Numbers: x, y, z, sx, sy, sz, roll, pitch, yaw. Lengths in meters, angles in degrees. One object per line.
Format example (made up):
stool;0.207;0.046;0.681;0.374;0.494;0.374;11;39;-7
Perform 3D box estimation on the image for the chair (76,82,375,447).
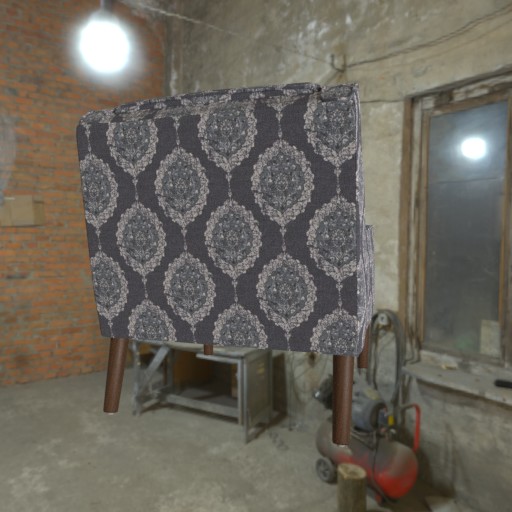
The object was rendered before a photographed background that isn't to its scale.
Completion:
chair;0.000;0.000;1.302;0.663;0.792;0.743;1;2;18
